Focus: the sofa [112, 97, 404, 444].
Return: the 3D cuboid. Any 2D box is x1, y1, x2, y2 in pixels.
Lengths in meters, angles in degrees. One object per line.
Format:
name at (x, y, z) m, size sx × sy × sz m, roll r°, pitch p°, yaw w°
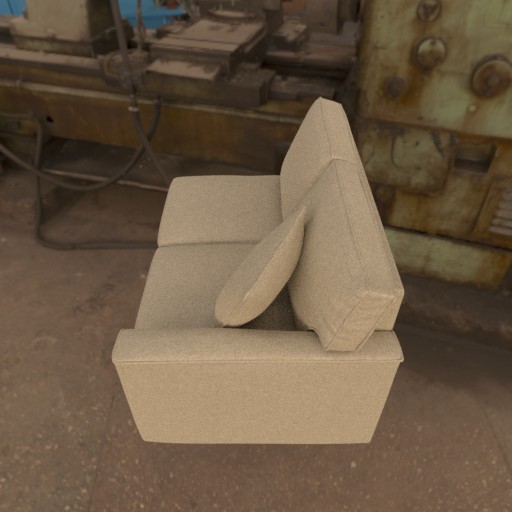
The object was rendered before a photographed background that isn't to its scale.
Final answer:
sofa at (0.000, 0.000, 2.069) m, size 0.991 × 0.989 × 1.388 m, roll 0°, pitch 42°, yaw 0°
